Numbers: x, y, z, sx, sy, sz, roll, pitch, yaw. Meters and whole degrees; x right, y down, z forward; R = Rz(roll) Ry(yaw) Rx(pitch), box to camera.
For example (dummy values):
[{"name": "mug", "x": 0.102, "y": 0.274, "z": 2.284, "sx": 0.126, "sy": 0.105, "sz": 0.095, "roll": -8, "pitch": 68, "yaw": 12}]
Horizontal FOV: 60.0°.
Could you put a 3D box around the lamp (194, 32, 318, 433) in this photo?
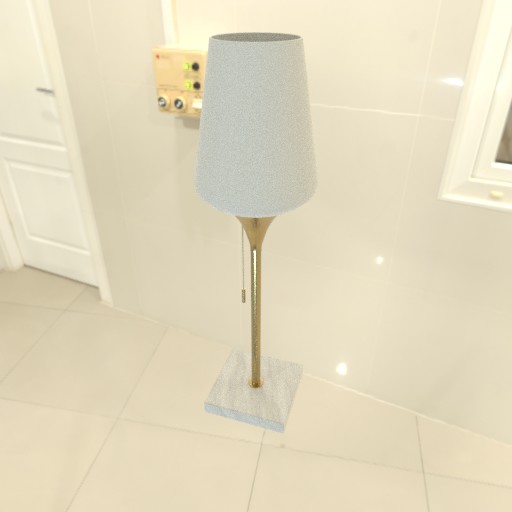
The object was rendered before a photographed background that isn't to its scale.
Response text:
[{"name": "lamp", "x": 0.000, "y": 0.000, "z": 0.717, "sx": 0.181, "sy": 0.639, "sz": 0.181, "roll": 10, "pitch": 33, "yaw": 15}]
